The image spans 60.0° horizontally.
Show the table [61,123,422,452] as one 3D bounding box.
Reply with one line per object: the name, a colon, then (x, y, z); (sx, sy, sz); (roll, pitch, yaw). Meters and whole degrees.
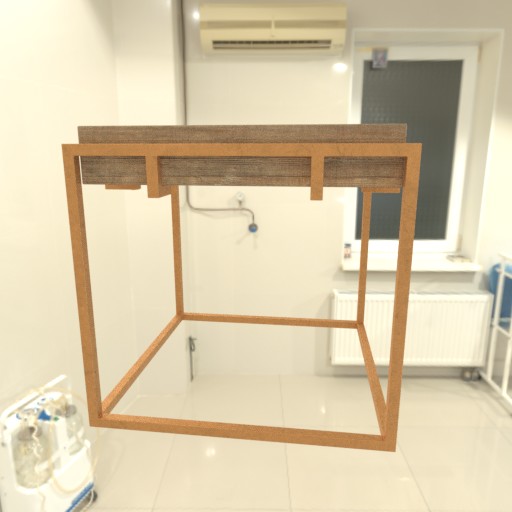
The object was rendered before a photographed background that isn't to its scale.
table: (0.000, 0.000, 1.077); (0.599, 0.584, 0.599); (2, 14, 7)
